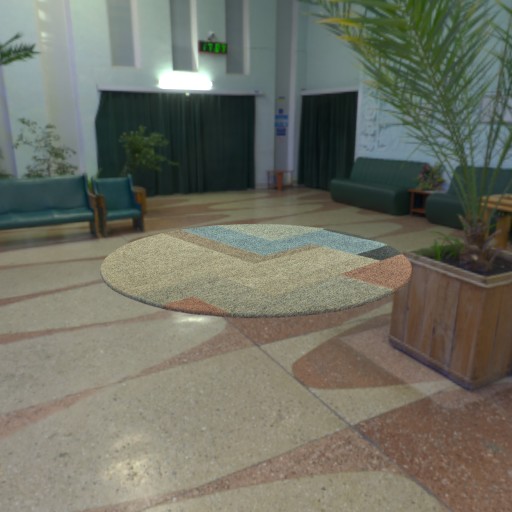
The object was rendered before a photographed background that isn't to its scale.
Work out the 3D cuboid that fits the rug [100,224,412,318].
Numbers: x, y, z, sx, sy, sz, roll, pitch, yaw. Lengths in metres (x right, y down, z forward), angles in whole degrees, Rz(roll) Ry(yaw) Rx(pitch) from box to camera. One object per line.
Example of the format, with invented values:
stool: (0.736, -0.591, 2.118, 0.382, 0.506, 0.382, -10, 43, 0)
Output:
rug: (0.000, 0.000, 3.687, 2.461, 0.033, 2.461, 0, 16, 0)
